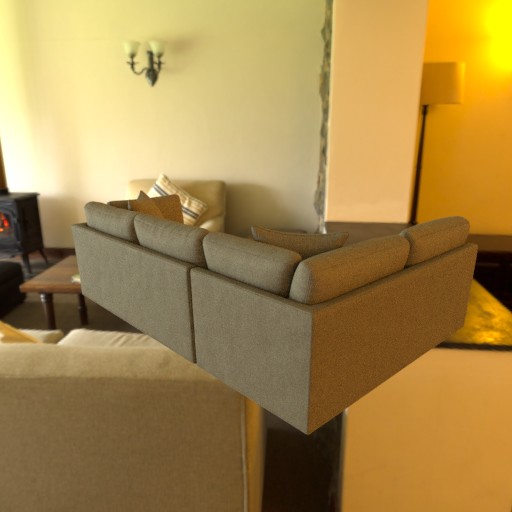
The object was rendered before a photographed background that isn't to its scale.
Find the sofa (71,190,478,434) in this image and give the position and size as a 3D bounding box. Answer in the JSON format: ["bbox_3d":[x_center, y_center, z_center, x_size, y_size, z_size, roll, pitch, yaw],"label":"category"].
[{"bbox_3d":[0.000,0.000,3.801,1.994,0.978,2.896,-14,21,-41],"label":"sofa"}]
